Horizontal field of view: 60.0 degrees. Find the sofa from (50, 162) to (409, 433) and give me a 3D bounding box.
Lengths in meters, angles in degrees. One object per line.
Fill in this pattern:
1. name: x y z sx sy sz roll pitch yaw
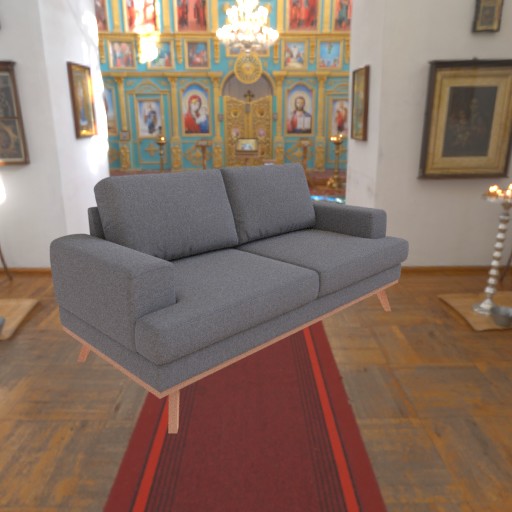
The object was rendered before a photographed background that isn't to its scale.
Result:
1. sofa: 0.000 0.000 2.133 0.785 0.810 1.650 15 21 42
